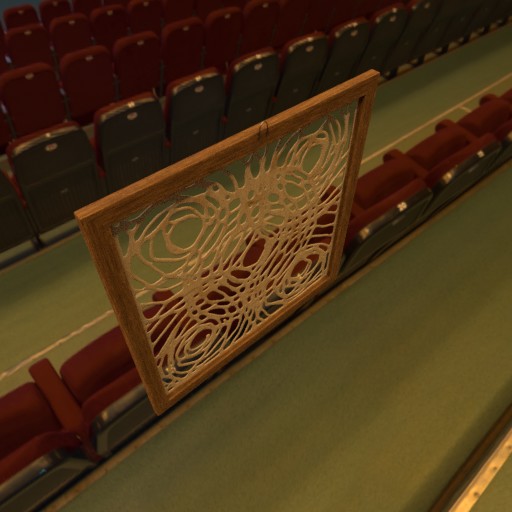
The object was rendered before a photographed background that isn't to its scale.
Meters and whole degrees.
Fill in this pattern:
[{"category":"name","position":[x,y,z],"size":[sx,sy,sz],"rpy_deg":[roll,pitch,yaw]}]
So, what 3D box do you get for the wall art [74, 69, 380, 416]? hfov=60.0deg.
[{"category":"wall art","position":[0.000,0.000,0.846],"size":[0.561,0.576,0.021],"rpy_deg":[-33,56,-27]}]
